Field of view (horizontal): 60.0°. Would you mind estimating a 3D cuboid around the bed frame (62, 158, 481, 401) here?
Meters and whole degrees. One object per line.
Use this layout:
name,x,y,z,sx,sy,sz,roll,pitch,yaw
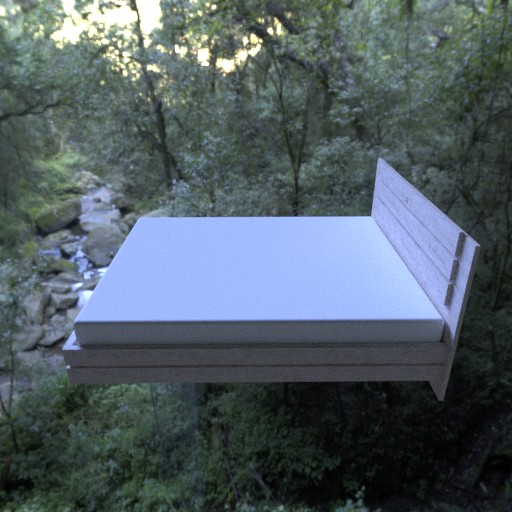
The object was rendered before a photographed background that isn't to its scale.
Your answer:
bed frame,0.000,0.000,3.052,2.080,0.970,1.750,0,26,-1
